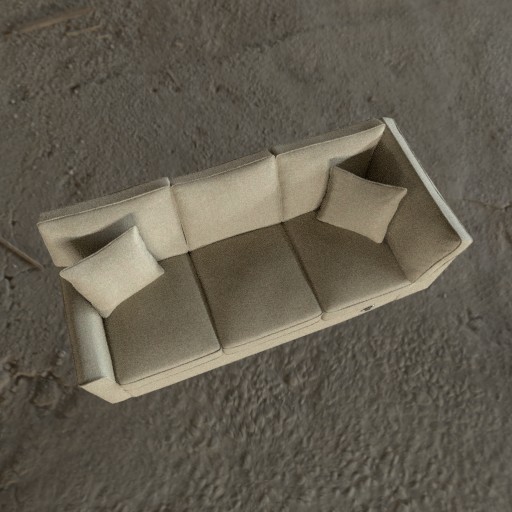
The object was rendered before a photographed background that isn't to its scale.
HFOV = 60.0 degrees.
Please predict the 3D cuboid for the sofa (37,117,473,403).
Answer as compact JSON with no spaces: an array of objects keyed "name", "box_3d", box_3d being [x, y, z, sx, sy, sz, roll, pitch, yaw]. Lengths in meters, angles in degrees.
[{"name":"sofa","box_3d":[0.000,0.000,2.816,2.317,0.962,1.061,-18,65,-9]}]
